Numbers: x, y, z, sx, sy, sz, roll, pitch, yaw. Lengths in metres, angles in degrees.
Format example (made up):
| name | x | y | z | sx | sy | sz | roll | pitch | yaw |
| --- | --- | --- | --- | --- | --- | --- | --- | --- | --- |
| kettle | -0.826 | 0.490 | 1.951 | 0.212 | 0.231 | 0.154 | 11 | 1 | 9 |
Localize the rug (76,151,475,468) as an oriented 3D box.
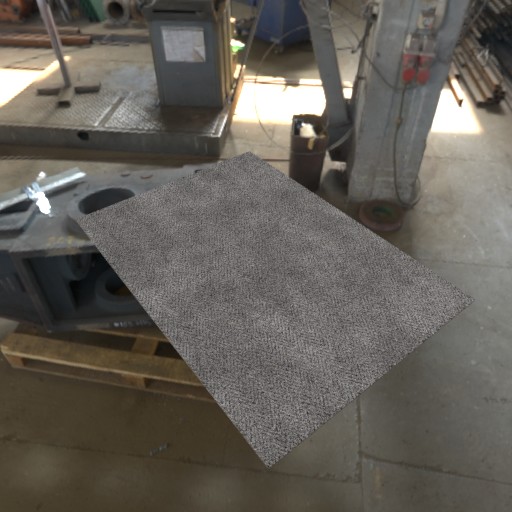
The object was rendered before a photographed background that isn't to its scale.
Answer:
| name | x | y | z | sx | sy | sz | roll | pitch | yaw |
| --- | --- | --- | --- | --- | --- | --- | --- | --- | --- |
| rug | 0.000 | 0.000 | 2.947 | 1.600 | 0.008 | 2.235 | -28 | 50 | -27 |
